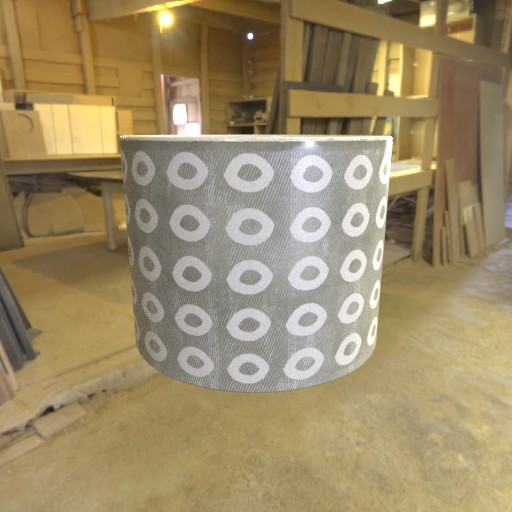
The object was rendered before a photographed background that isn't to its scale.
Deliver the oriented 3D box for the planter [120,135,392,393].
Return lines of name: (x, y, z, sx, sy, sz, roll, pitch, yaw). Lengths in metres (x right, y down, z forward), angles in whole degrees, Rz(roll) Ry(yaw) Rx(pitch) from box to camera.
planter: (0.000, 0.000, 0.455, 0.250, 0.239, 0.250, 0, 16, 0)
